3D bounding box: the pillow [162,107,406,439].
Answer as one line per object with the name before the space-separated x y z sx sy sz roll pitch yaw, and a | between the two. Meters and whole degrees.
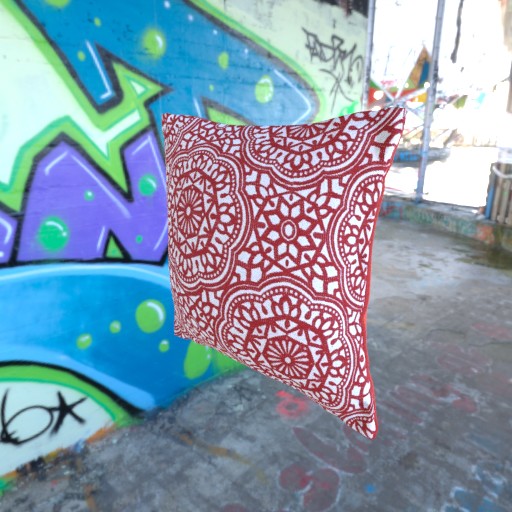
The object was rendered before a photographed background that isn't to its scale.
pillow | 0.000 0.000 0.670 0.438 0.419 0.162 15 23 41
